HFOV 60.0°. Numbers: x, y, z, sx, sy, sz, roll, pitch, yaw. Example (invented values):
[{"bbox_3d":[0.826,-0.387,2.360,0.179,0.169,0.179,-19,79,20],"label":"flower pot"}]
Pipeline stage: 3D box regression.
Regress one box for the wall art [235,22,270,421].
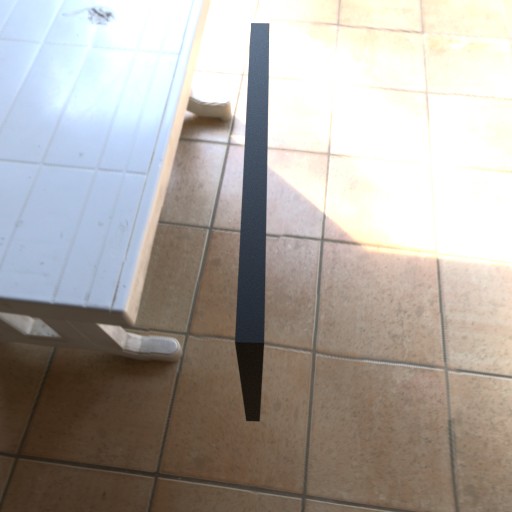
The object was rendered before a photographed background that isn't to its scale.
[{"bbox_3d":[0.000,0.000,0.538,0.019,0.381,0.330,1,62,1],"label":"wall art"}]
